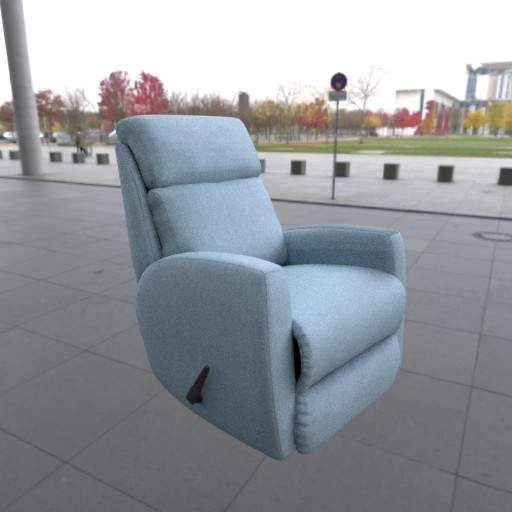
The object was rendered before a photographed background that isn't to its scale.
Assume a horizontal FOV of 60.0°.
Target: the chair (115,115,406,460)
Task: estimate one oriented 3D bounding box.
[{"bbox_3d":[0.000,0.000,1.646,0.940,1.013,0.812,15,21,42],"label":"chair"}]
